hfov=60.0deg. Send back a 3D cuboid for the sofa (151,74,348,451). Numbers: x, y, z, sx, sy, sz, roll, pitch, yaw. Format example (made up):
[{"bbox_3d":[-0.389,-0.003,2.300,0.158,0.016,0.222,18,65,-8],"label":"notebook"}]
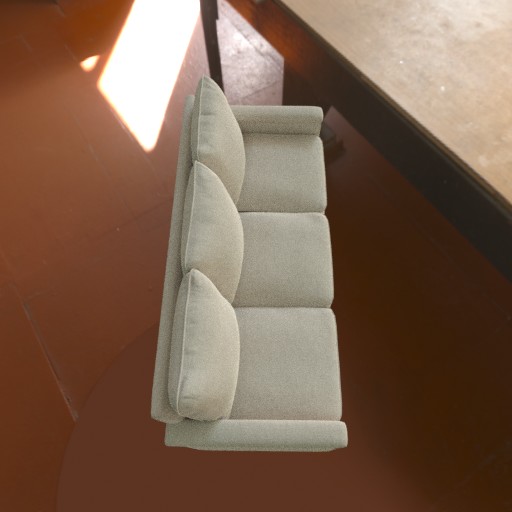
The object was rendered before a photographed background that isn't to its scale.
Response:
[{"bbox_3d":[0.000,0.000,2.408,0.828,0.961,1.925,1,63,0],"label":"sofa"}]
